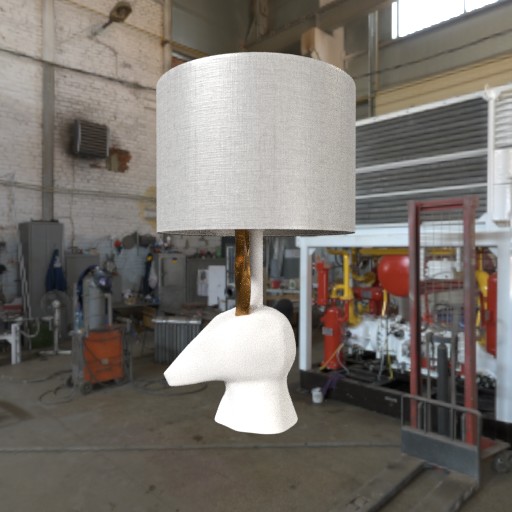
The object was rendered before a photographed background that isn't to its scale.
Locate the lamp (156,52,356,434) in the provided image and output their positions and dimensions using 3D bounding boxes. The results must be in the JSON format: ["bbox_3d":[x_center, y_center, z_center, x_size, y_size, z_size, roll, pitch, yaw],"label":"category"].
[{"bbox_3d":[0.000,0.000,0.683,0.298,0.503,0.298,0,1,1],"label":"lamp"}]
